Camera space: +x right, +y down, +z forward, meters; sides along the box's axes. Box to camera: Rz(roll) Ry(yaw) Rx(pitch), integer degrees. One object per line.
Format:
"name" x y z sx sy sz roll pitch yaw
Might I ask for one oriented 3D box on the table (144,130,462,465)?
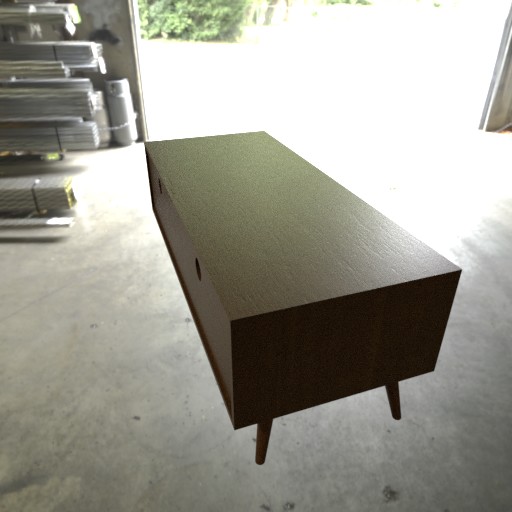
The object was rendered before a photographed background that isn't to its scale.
"table" 0.000 0.000 1.382 0.490 0.464 1.119 -10 32 -17
